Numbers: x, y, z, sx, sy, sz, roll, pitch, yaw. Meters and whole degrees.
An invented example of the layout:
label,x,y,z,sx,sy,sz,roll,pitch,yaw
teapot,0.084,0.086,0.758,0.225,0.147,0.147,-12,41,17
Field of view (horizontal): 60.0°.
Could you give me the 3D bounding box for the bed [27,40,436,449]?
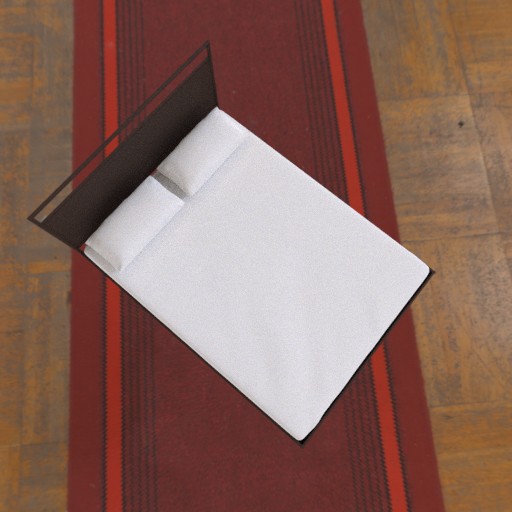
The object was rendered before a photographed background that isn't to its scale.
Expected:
label,x,y,z,sx,sy,sz,roll,pitch,yaw
bed,0.000,0.000,3.088,2.122,1.173,1.572,39,79,9
